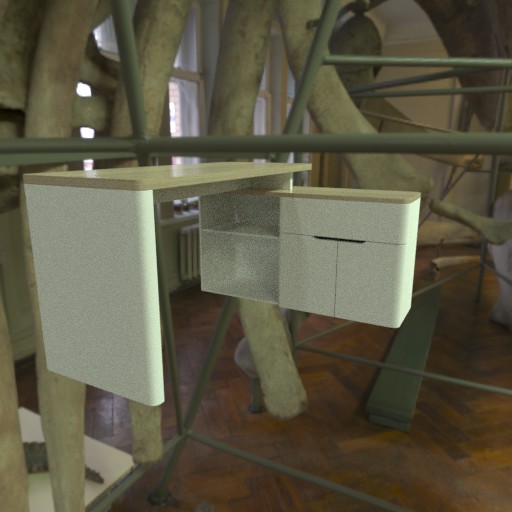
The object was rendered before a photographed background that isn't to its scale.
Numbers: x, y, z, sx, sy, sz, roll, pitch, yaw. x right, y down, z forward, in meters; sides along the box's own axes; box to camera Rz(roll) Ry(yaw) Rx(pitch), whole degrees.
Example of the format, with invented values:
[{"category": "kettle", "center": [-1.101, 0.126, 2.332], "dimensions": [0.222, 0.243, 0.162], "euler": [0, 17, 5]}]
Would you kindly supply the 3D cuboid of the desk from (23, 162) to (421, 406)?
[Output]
[{"category": "desk", "center": [0.000, 0.000, 2.004], "dimensions": [1.175, 0.770, 1.400], "euler": [8, 16, 28]}]
